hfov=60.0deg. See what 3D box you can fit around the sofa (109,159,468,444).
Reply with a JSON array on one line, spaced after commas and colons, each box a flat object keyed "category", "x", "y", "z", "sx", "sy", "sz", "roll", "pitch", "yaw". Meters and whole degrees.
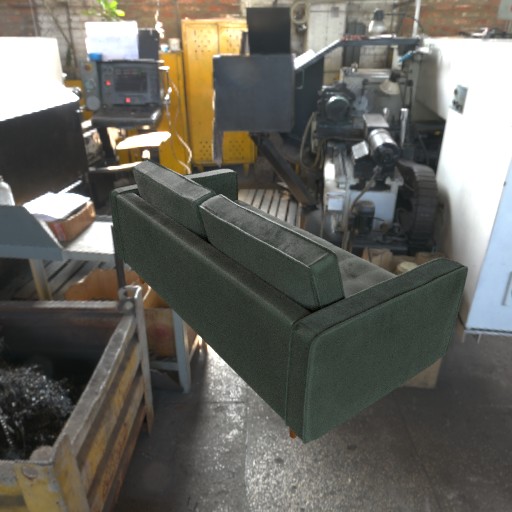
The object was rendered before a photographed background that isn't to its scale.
[{"category": "sofa", "x": 0.000, "y": 0.000, "z": 2.296, "sx": 0.886, "sy": 0.781, "sz": 1.816, "roll": -18, "pitch": 32, "yaw": -32}]
